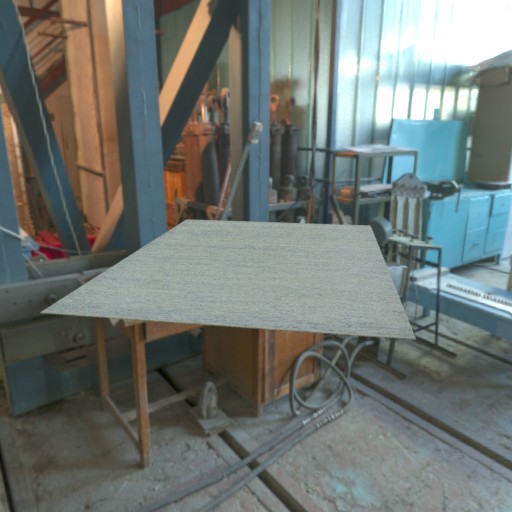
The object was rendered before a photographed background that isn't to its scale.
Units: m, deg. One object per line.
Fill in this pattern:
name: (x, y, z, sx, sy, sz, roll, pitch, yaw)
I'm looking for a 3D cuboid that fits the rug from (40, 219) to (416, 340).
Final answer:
rug: (0.000, 0.000, 4.325, 2.438, 0.006, 3.197, 3, 16, 9)
